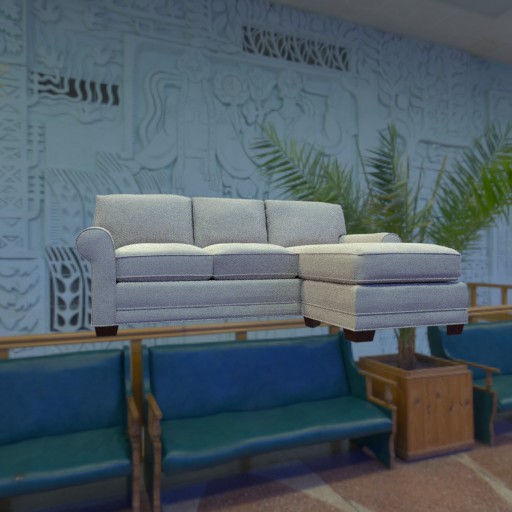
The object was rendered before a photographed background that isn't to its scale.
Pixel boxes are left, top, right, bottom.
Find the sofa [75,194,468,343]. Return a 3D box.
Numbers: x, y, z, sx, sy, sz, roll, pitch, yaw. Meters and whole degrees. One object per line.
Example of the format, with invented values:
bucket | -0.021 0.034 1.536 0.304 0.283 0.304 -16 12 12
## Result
sofa | 0.000 0.000 2.339 1.770 0.734 1.226 0 0 -20
